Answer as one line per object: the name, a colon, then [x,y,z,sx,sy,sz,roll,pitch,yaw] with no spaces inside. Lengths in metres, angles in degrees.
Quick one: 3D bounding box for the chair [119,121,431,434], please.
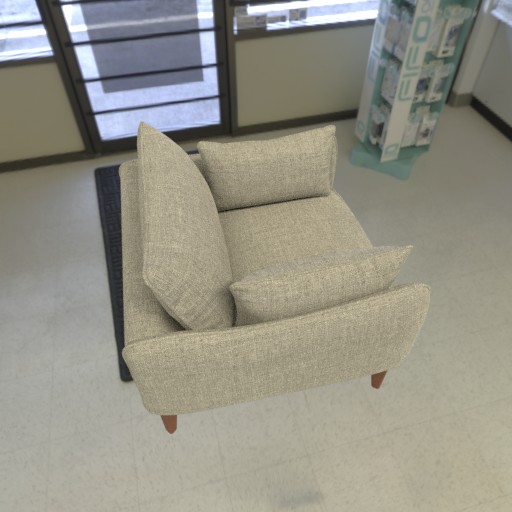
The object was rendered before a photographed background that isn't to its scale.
chair: [0.000,0.000,1.733,0.976,0.839,0.993,-9,48,-9]
